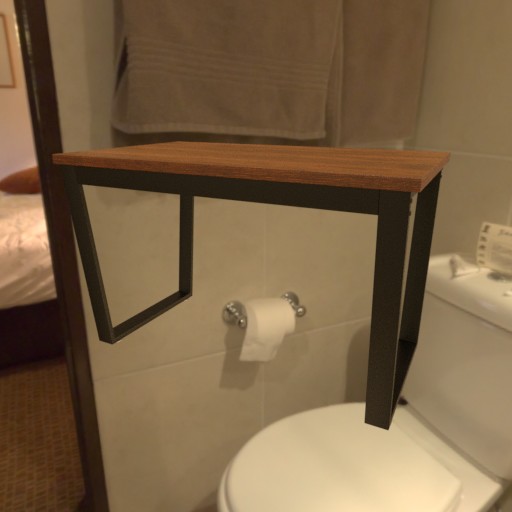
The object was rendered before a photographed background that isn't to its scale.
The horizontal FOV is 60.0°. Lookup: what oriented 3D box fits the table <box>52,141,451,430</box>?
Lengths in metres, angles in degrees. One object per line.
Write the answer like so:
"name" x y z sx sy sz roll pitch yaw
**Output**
"table" 0.000 0.000 1.674 1.205 0.760 0.714 9 20 26
